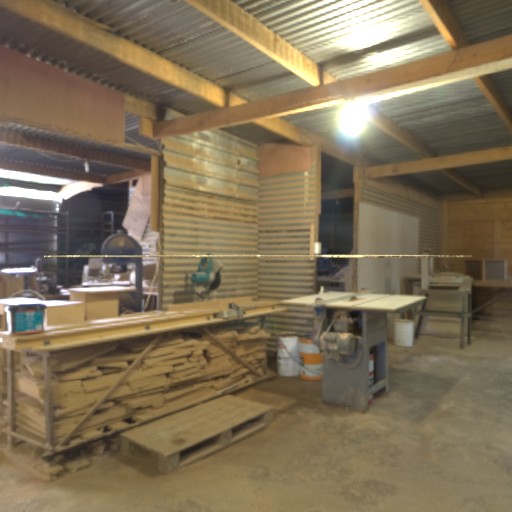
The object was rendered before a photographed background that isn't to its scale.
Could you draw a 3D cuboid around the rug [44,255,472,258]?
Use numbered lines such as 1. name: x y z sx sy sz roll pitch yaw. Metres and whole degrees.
1. rug: 0.000 0.000 4.335 3.419 0.020 2.441 0 0 36
